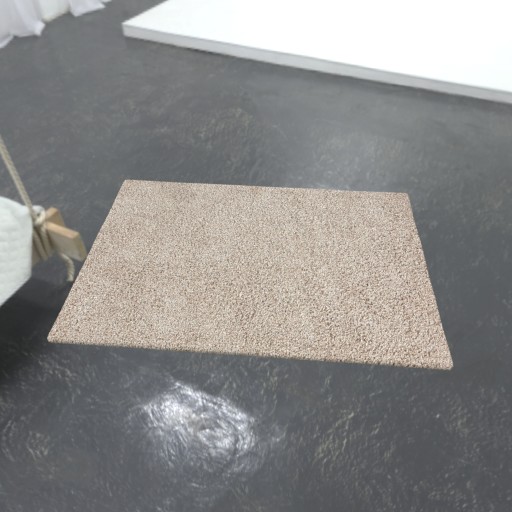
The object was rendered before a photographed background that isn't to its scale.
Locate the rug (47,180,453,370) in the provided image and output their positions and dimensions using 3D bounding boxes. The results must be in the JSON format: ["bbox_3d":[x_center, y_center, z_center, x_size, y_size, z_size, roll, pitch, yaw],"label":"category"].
[{"bbox_3d":[0.000,0.000,2.354,1.778,0.030,1.219,3,45,3],"label":"rug"}]
